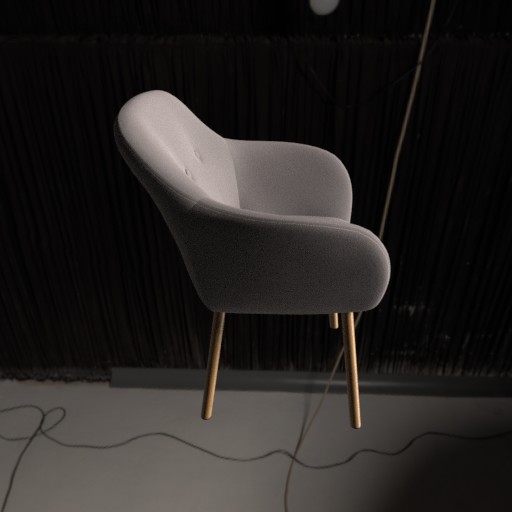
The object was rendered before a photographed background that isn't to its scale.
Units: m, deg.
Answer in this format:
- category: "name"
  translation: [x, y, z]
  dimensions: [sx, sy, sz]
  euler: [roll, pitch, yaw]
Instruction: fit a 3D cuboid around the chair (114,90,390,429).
- category: "chair"
  translation: [0.000, 0.000, 1.218]
  dimensions: [0.590, 0.830, 0.570]
  euler: [0, 30, 1]
